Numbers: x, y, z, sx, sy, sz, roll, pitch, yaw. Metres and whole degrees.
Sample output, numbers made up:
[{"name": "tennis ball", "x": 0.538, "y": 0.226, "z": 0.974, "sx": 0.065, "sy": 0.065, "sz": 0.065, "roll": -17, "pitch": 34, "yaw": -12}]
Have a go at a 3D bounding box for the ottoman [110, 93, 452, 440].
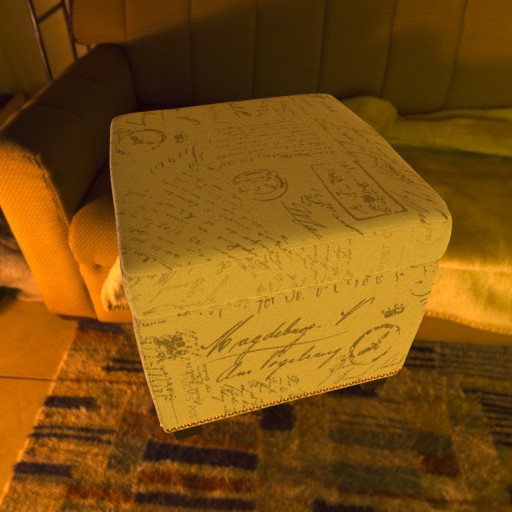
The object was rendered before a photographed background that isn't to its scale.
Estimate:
[{"name": "ottoman", "x": 0.000, "y": 0.000, "z": 0.832, "sx": 0.450, "sy": 0.457, "sz": 0.449, "roll": -11, "pitch": 43, "yaw": -12}]
